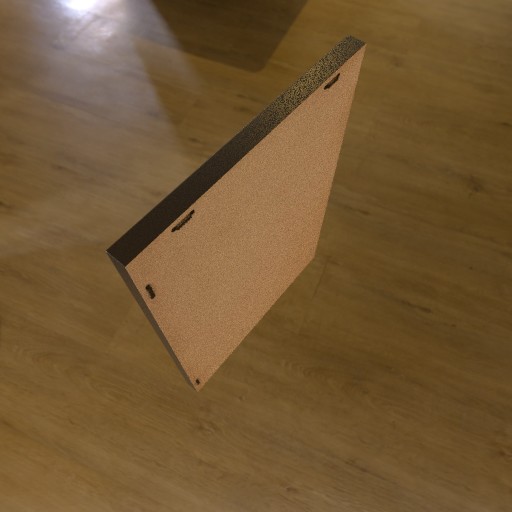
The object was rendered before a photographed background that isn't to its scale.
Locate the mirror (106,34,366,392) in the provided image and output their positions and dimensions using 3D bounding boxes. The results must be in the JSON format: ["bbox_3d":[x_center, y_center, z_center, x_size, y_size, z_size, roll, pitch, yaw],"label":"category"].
[{"bbox_3d":[0.000,0.000,0.916,0.039,0.710,0.507,36,68,17],"label":"mirror"}]
